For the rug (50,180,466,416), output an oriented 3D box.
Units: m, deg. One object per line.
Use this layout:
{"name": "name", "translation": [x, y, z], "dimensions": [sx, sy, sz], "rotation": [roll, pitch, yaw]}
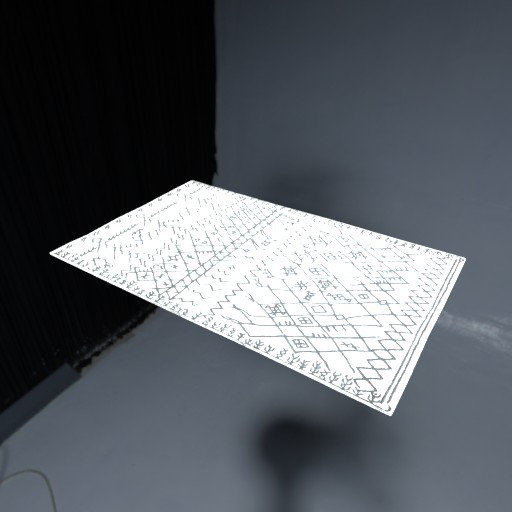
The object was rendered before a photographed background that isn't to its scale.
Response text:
{"name": "rug", "translation": [0.000, 0.000, 3.068], "dimensions": [2.444, 0.012, 1.530], "rotation": [20, 38, 28]}
